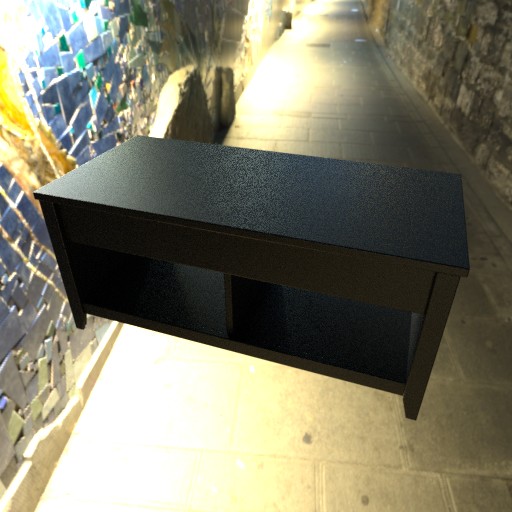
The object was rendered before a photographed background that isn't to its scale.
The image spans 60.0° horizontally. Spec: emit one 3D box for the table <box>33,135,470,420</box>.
[{"bbox_3d":[0.000,0.000,1.282,1.016,0.457,0.483,11,35,16],"label":"table"}]
